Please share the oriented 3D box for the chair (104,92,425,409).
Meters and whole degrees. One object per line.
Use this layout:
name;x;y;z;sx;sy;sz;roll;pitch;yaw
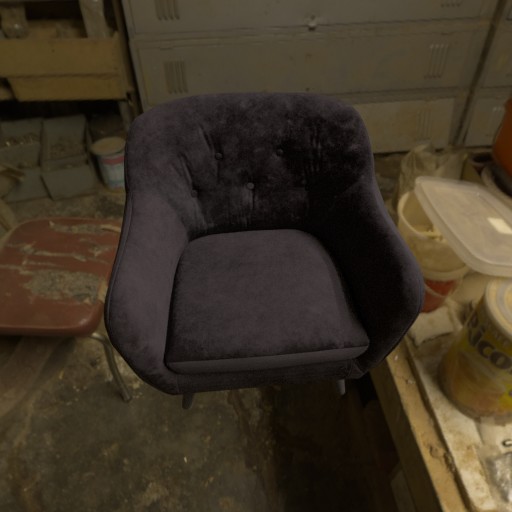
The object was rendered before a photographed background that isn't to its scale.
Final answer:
chair;0.000;0.000;1.503;0.840;0.807;0.819;-4;45;-4
